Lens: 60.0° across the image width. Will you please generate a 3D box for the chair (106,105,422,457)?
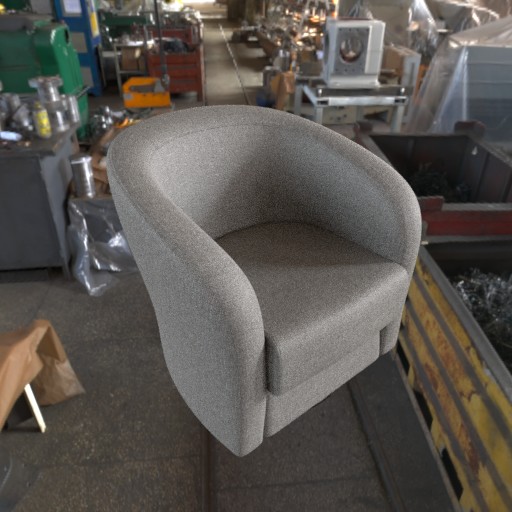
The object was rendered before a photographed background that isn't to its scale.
[{"bbox_3d":[0.000,0.000,1.409,0.791,0.771,0.815,-23,39,-32],"label":"chair"}]
